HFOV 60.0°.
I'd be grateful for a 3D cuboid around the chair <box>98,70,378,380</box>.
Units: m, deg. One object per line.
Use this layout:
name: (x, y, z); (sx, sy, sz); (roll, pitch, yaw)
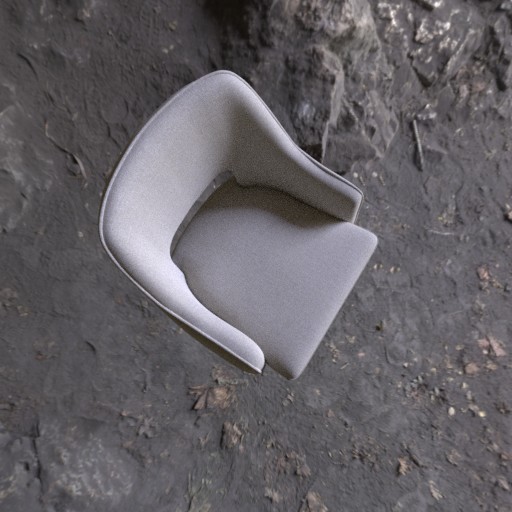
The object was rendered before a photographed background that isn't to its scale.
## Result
chair: (0.000, 0.000, 1.231); (0.580, 0.840, 0.560); (32, 78, 8)
